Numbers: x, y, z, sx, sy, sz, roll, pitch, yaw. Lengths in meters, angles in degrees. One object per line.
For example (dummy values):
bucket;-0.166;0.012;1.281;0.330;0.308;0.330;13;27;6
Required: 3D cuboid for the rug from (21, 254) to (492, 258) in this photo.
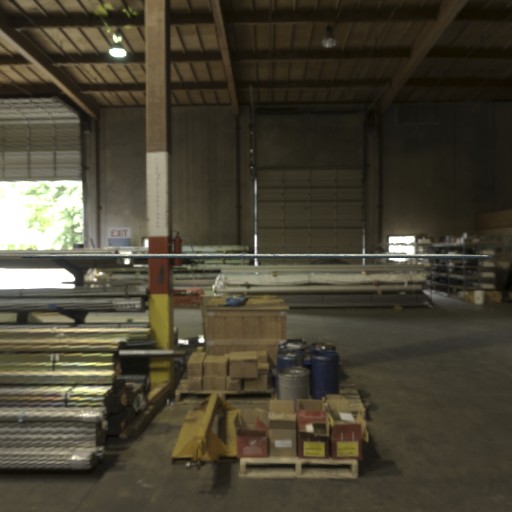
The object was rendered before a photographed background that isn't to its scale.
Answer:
rug;0.000;0.000;2.474;2.276;0.014;0.678;0;1;1
